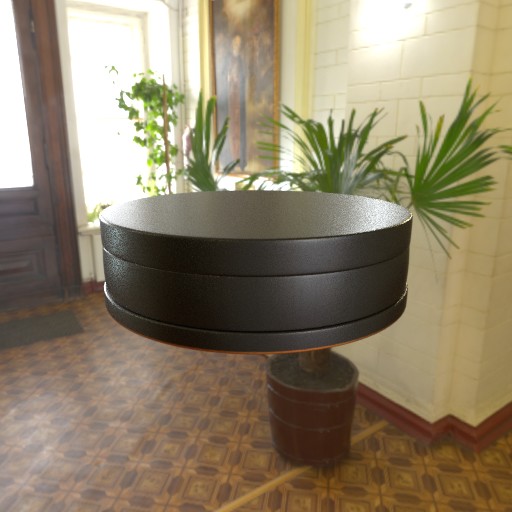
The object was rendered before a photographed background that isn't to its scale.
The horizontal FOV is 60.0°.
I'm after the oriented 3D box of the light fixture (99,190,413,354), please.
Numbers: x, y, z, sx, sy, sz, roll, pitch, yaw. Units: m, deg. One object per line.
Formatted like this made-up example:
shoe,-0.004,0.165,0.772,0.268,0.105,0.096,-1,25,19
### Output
light fixture,0.000,0.000,0.430,0.283,0.097,0.283,0,15,0
